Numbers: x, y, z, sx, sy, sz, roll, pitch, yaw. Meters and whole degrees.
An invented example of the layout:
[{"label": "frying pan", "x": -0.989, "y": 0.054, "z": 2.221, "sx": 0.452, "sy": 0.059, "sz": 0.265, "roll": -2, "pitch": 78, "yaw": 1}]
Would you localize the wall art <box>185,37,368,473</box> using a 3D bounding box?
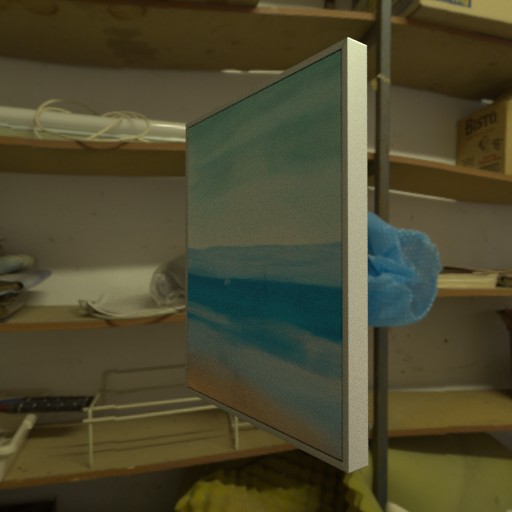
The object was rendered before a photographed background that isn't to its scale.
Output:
[{"label": "wall art", "x": 0.000, "y": 0.000, "z": 0.752, "sx": 0.039, "sy": 0.553, "sz": 0.445, "roll": 1, "pitch": -1, "yaw": -36}]
